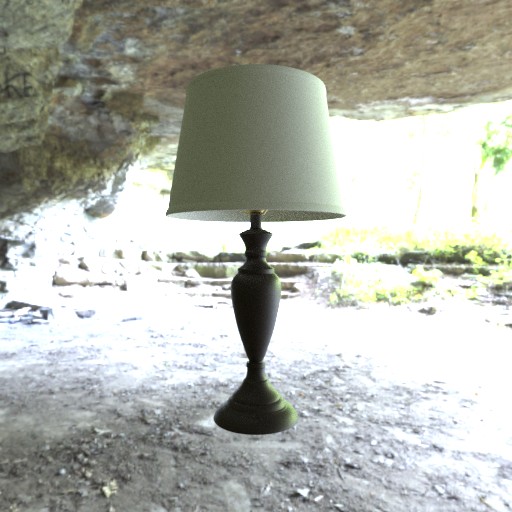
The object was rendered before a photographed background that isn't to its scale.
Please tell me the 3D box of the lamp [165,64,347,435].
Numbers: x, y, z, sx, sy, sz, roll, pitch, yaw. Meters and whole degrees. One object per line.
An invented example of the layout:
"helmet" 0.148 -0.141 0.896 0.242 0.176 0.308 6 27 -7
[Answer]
"lamp" 0.000 0.000 0.832 0.335 0.611 0.335 0 1 0
